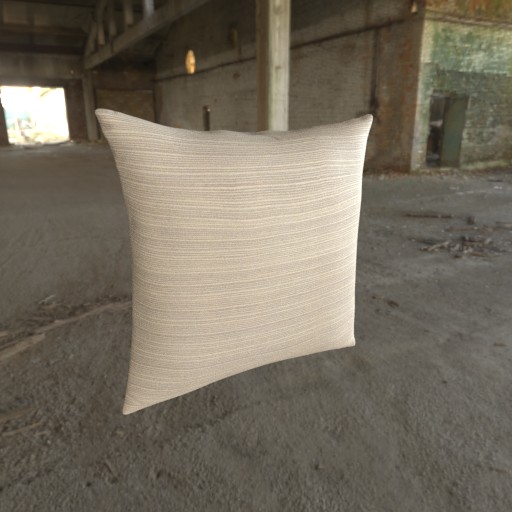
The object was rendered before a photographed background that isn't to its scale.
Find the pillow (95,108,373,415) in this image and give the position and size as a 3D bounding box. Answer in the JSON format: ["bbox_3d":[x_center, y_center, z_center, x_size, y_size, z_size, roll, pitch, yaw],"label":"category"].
[{"bbox_3d":[0.000,0.000,0.795,0.512,0.497,0.204,-9,19,-28],"label":"pillow"}]
